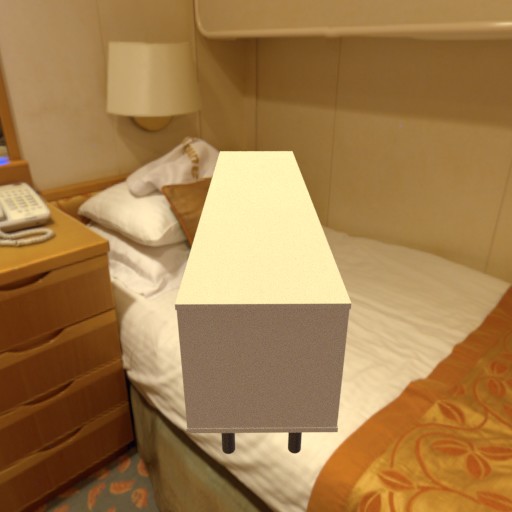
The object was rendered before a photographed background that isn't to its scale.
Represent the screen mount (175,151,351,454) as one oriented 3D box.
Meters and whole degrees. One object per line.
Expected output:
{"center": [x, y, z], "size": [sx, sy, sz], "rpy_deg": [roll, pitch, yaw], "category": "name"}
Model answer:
{"center": [0.000, 0.000, 1.837], "size": [0.418, 0.520, 1.600], "rpy_deg": [0, 25, 0], "category": "screen mount"}
